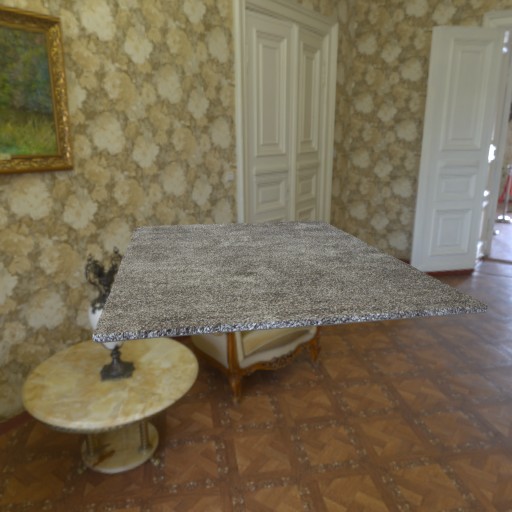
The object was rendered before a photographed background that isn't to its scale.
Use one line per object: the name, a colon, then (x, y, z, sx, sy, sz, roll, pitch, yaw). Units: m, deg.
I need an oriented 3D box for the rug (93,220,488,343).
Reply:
rug: (0.000, 0.000, 2.057, 1.198, 0.025, 1.601, -3, 15, -10)
